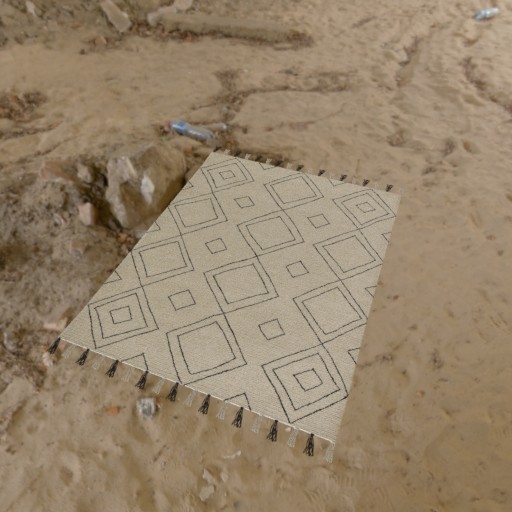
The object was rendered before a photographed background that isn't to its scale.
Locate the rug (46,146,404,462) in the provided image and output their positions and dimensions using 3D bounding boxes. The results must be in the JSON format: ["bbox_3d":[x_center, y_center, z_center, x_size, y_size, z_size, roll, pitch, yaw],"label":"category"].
[{"bbox_3d":[0.000,0.000,4.282,2.342,0.026,3.221,16,48,15],"label":"rug"}]
